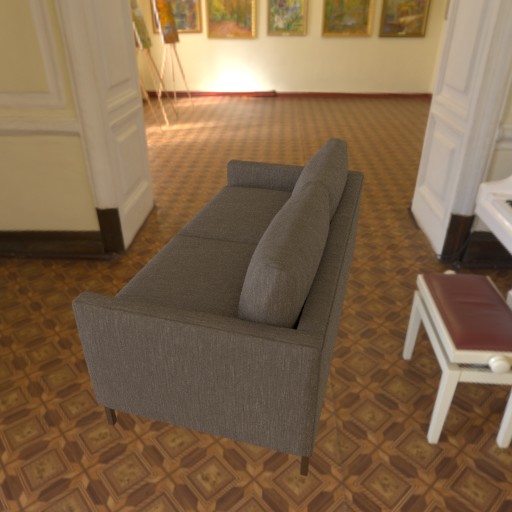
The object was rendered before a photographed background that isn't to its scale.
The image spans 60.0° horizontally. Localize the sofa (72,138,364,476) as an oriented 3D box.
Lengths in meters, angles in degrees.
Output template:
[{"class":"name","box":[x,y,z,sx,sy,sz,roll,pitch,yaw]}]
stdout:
[{"class":"sofa","box":[0.000,0.000,2.172,0.875,0.840,1.682,8,31,14]}]
